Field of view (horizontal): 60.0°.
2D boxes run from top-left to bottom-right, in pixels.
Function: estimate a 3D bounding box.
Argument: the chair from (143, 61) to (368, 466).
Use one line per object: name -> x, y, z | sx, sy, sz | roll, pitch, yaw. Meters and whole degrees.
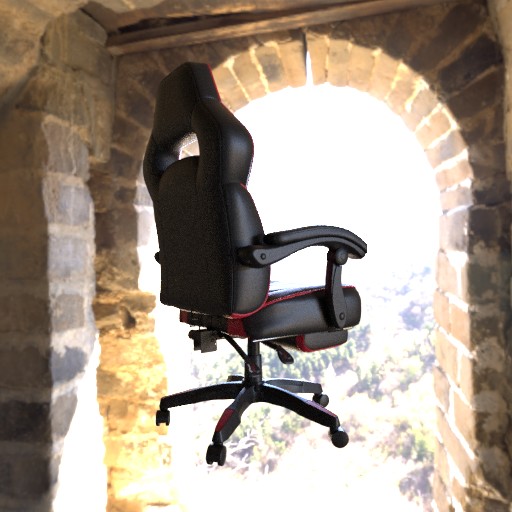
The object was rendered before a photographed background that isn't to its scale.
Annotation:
chair -> 0.000, 0.000, 1.628 | 0.700, 1.220, 0.700 | 1, -1, -36
